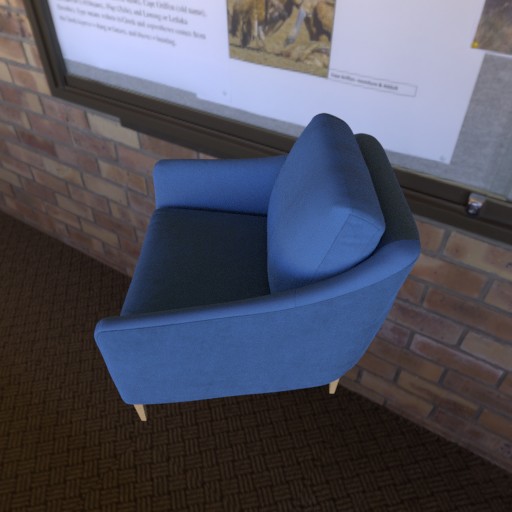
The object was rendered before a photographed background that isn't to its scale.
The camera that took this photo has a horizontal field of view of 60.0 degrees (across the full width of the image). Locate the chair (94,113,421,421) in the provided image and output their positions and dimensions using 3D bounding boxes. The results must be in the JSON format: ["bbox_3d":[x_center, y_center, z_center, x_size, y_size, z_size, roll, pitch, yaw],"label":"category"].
[{"bbox_3d":[0.000,0.000,1.712,0.961,0.899,0.987,0,41,0],"label":"chair"}]
